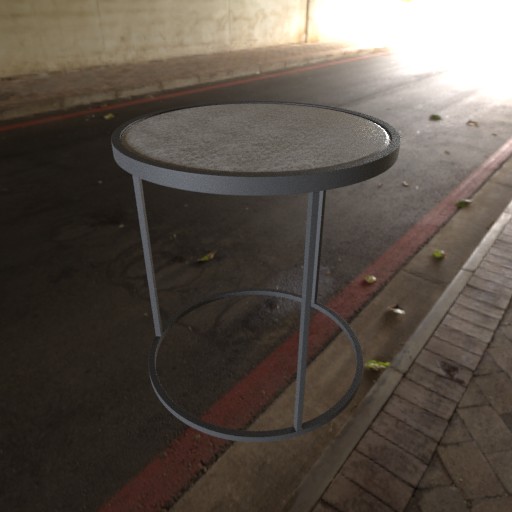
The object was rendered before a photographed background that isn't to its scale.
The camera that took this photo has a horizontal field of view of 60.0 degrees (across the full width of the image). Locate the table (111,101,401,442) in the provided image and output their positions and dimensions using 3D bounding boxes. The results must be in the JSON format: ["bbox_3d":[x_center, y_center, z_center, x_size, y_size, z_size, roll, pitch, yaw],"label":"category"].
[{"bbox_3d":[0.000,0.000,0.871,0.470,0.498,0.470,0,30,0],"label":"table"}]
